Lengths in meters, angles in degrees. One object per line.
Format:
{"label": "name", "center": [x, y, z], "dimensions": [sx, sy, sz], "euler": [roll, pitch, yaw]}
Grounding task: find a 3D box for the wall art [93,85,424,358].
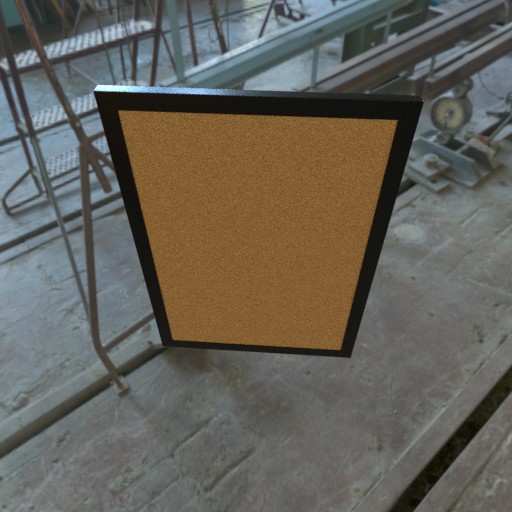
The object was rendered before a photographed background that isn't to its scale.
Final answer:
{"label": "wall art", "center": [0.000, 0.000, 0.858], "dimensions": [0.462, 0.656, 0.019], "euler": [3, 46, 3]}
